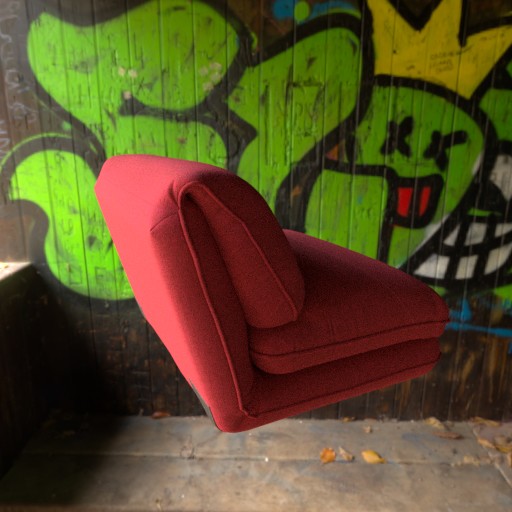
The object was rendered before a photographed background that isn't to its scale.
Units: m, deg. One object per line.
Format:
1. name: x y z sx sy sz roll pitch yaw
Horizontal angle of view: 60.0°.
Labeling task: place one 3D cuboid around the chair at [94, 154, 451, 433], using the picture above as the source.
1. chair: 0.000 0.000 1.301 0.780 0.580 0.820 -8 17 -26
